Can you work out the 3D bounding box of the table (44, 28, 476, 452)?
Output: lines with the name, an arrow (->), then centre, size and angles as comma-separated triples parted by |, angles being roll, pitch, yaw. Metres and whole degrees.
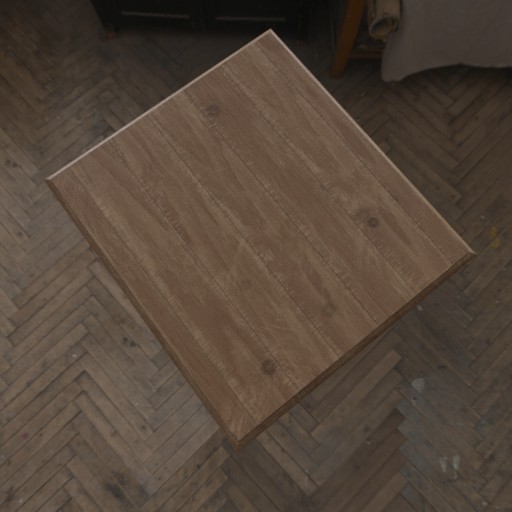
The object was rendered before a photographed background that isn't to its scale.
table -> 0.000, 0.000, 0.949 | 0.457, 0.561, 0.508 | -37, 80, -8
